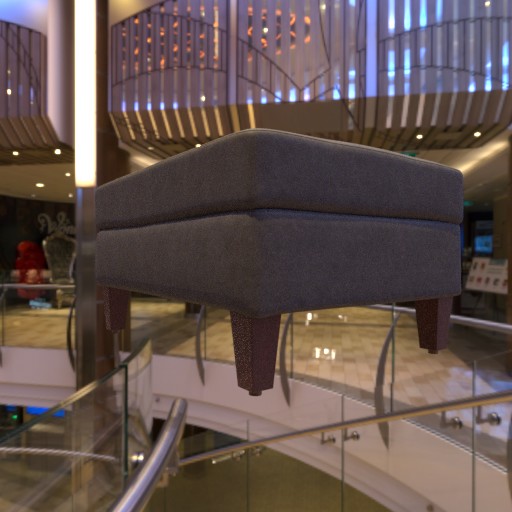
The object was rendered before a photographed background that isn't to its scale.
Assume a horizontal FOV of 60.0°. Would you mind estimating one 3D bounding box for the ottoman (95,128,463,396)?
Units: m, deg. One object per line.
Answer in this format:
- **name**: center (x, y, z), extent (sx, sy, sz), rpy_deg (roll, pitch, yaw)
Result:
- **ottoman**: center (0.000, 0.000, 1.200), extent (0.639, 0.464, 0.839), rpy_deg (0, 0, -36)
